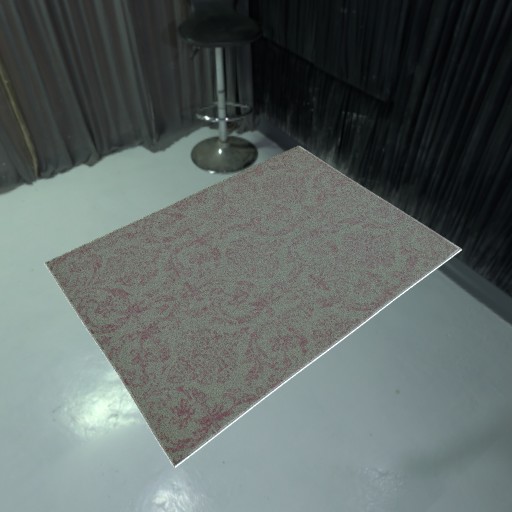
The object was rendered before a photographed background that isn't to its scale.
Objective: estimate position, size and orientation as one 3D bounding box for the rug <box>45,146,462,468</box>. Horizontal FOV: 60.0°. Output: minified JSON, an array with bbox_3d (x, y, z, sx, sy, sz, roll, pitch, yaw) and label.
[{"bbox_3d":[0.000,0.000,2.883,2.202,0.014,1.598,-30,53,-26],"label":"rug"}]
